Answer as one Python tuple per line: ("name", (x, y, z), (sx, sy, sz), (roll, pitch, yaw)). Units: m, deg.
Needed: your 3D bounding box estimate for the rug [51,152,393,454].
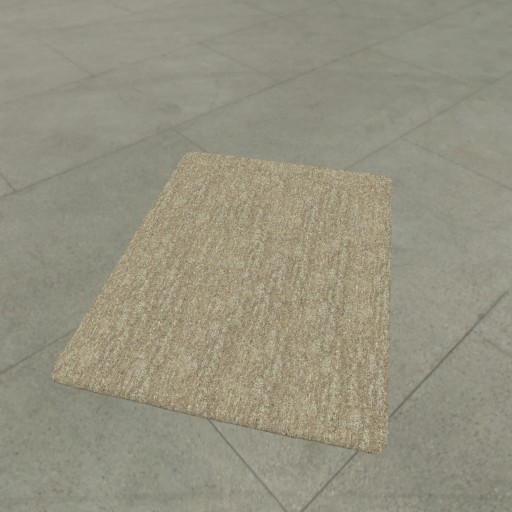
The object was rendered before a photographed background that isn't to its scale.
("rug", (0.000, 0.000, 3.737), (2.242, 0.050, 2.873), (9, 46, 9))
